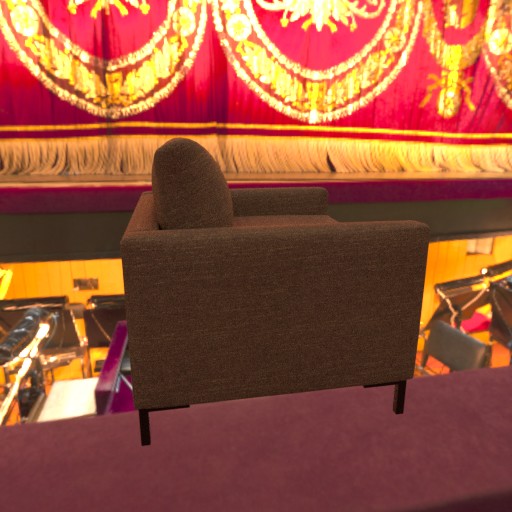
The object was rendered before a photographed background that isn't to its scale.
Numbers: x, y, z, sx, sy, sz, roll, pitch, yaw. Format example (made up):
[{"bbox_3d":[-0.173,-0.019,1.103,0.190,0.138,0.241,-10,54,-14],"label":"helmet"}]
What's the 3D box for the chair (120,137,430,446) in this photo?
[{"bbox_3d":[0.000,0.000,1.617,0.845,0.841,0.940,-3,16,-10],"label":"chair"}]
